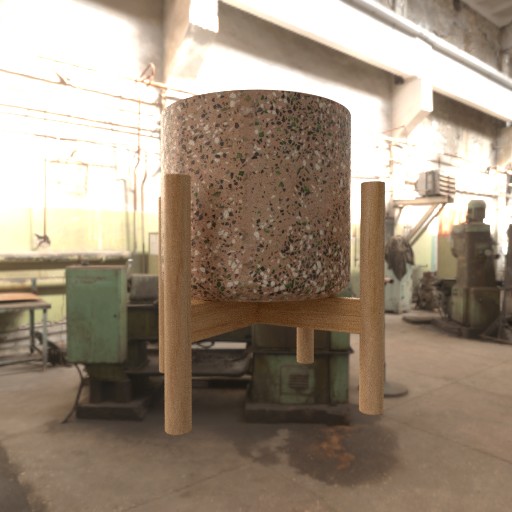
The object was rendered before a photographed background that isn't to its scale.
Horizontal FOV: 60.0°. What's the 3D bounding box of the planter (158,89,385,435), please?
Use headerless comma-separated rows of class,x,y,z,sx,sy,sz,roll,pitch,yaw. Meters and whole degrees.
planter,0.000,0.000,0.532,0.284,0.320,0.284,-1,2,-36
